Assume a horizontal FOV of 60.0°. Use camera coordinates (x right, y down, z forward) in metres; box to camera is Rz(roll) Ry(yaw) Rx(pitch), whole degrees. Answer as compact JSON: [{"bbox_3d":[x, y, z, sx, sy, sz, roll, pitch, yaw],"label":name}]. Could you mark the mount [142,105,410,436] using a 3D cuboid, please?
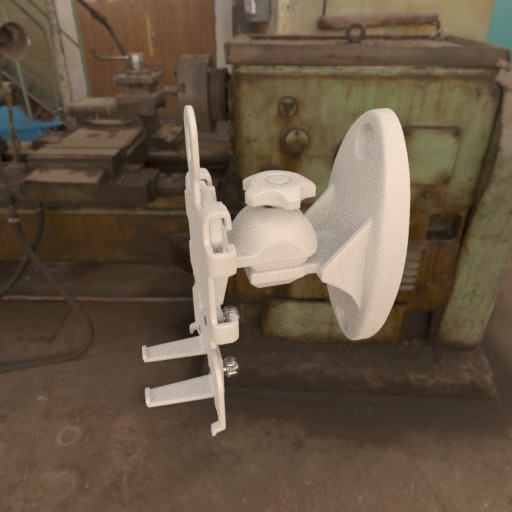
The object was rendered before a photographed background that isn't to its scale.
[{"bbox_3d":[0.000,0.000,0.176,0.100,0.118,0.066,-8,32,-13],"label":"mount"}]
